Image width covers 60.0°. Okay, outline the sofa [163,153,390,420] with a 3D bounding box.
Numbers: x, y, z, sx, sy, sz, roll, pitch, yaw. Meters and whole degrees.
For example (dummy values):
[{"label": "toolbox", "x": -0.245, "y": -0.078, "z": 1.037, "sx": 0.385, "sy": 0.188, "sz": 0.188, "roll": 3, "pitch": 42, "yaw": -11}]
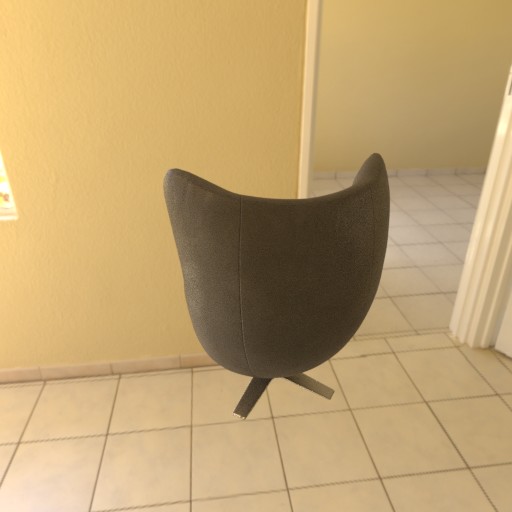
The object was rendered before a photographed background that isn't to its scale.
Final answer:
[{"label": "sofa", "x": 0.000, "y": 0.000, "z": 2.218, "sx": 0.894, "sy": 1.135, "sz": 1.444, "roll": -8, "pitch": 28, "yaw": -15}]
